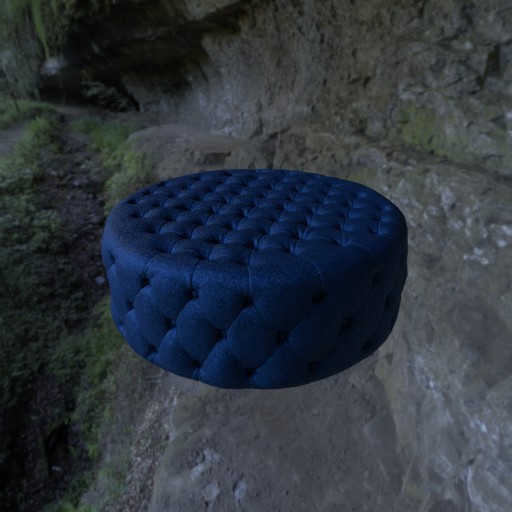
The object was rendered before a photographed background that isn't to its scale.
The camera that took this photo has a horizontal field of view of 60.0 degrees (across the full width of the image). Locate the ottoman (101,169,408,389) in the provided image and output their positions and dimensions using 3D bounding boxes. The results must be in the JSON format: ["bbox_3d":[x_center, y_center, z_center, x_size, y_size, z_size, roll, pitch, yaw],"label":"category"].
[{"bbox_3d":[0.000,0.000,1.529,0.998,0.398,0.998,0,26,0],"label":"ottoman"}]
